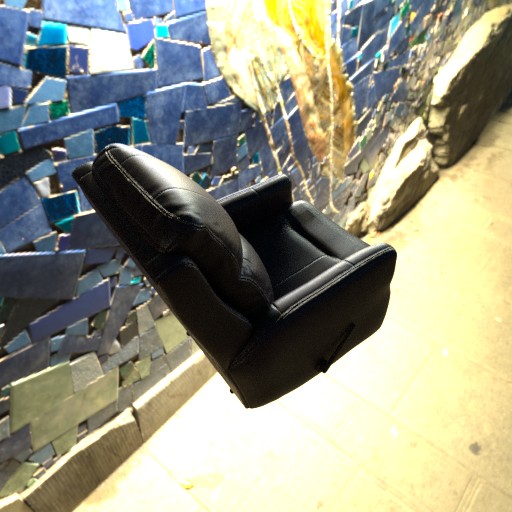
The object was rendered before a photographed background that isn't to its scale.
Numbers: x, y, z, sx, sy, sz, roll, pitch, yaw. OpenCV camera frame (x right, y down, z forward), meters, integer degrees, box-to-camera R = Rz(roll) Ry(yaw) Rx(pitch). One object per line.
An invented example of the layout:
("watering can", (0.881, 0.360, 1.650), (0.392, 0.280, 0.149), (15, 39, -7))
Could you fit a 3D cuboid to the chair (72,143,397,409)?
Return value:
("chair", (0.000, 0.000, 1.816), (1.080, 1.030, 0.829), (-25, 46, -26))
